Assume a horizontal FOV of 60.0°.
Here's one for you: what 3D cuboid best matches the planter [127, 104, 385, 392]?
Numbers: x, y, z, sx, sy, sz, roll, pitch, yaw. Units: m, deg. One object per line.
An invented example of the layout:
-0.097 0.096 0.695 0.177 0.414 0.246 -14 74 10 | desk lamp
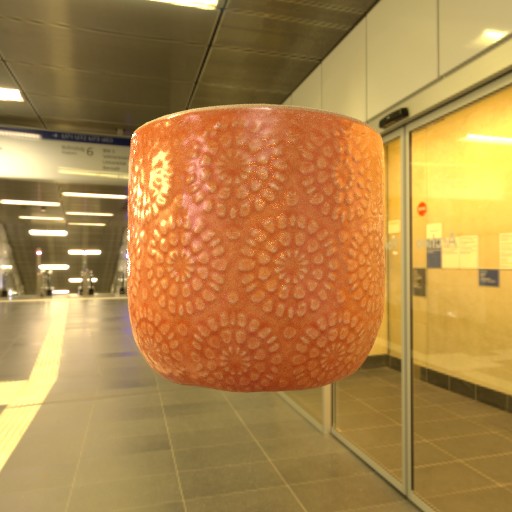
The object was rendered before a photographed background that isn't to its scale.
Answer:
0.000 0.000 0.295 0.170 0.152 0.170 0 -1 0 | planter
